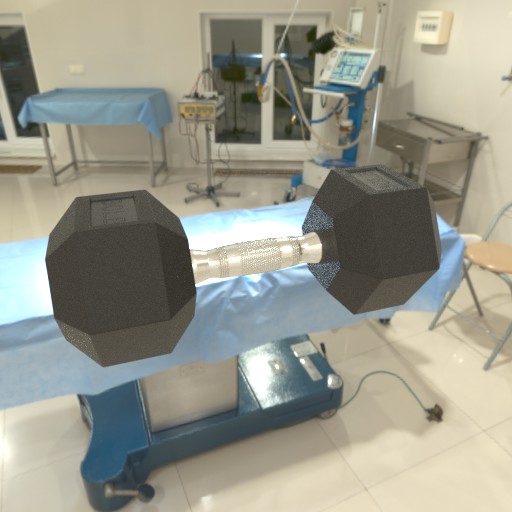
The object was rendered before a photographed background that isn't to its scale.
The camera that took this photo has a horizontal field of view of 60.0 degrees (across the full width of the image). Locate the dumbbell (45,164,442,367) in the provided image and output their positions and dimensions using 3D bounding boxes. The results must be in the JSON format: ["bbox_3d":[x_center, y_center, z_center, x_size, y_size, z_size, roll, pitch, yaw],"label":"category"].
[{"bbox_3d":[0.000,0.000,0.403,0.337,0.123,0.142,-9,30,-16],"label":"dumbbell"}]
